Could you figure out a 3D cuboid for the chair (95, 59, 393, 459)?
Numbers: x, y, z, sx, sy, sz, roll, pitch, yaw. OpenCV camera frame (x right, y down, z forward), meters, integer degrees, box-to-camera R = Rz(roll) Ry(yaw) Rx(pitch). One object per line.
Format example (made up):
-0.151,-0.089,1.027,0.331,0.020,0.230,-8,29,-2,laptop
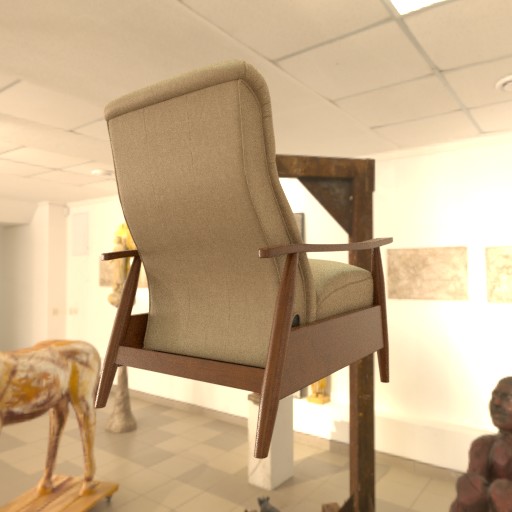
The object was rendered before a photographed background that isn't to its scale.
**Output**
0.000,0.000,1.760,0.762,1.082,1.030,-1,-2,36,chair
